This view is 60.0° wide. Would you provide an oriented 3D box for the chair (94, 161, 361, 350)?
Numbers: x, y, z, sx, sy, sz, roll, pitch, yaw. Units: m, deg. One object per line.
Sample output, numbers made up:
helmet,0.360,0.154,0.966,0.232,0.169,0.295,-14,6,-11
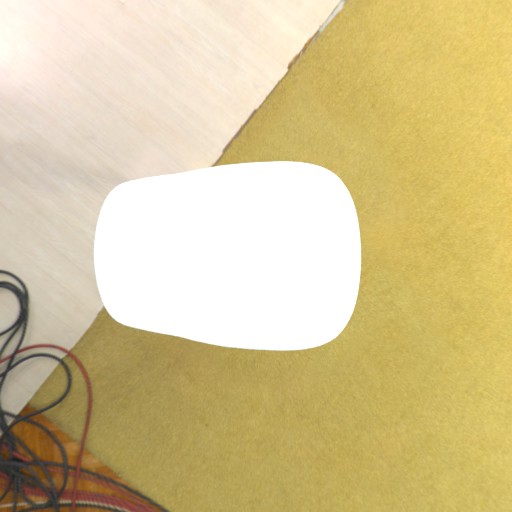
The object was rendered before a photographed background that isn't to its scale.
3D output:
chair,0.000,0.000,1.146,0.533,0.826,0.470,0,89,0
